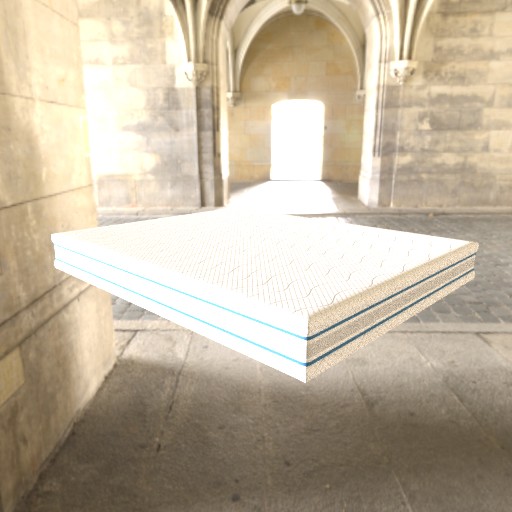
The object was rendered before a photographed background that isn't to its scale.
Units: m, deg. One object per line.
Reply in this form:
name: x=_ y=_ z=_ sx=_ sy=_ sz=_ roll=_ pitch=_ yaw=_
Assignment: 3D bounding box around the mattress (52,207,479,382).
mattress: x=0.000 y=0.000 z=2.667 sx=2.000 sy=0.230 sz=1.600 roll=14 pitch=20 yaw=42
